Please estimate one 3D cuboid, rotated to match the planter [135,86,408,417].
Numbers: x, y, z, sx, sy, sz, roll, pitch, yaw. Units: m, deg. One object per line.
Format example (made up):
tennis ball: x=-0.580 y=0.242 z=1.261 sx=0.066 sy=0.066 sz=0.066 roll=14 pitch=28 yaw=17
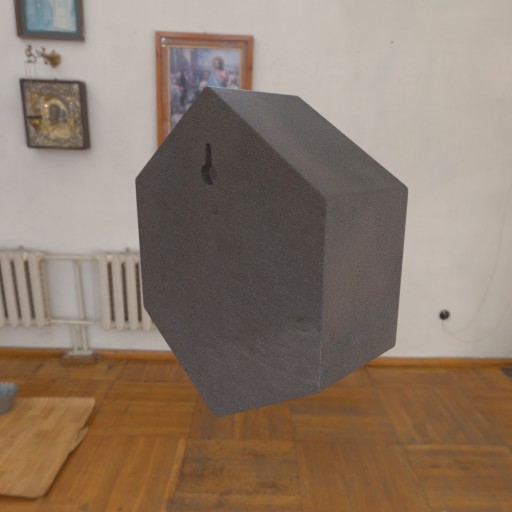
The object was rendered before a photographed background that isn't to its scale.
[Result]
planter: x=0.000 y=0.000 z=0.294 sx=0.077 sy=0.206 sz=0.169 roll=-13 pitch=19 yaw=-42
